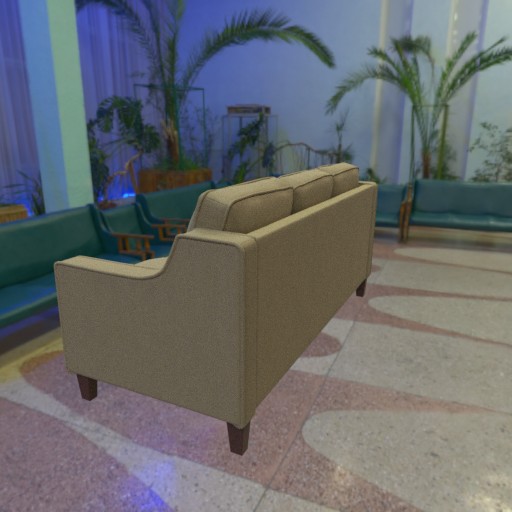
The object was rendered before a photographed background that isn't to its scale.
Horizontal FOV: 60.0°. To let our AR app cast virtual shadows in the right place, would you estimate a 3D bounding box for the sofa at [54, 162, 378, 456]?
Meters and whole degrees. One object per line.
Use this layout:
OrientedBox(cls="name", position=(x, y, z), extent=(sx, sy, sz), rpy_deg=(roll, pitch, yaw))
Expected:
OrientedBox(cls="sofa", position=(0.000, 0.000, 2.525), extent=(0.911, 0.974, 1.986), rpy_deg=(8, 17, 26))
